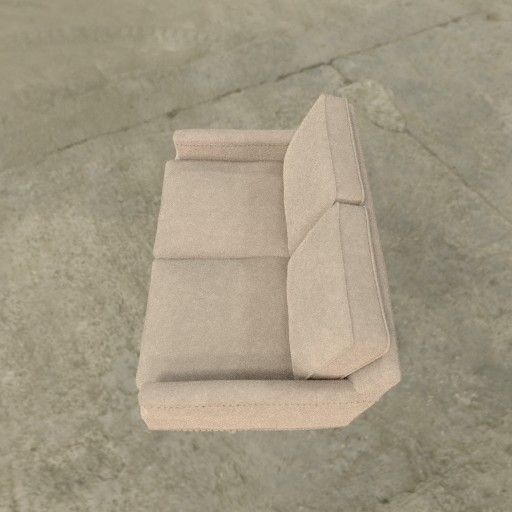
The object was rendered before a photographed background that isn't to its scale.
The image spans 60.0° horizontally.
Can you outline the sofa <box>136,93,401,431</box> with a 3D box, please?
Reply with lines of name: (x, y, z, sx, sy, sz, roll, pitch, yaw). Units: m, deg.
sofa: (0.000, 0.000, 2.301, 1.084, 1.002, 1.597, 0, 58, 0)
